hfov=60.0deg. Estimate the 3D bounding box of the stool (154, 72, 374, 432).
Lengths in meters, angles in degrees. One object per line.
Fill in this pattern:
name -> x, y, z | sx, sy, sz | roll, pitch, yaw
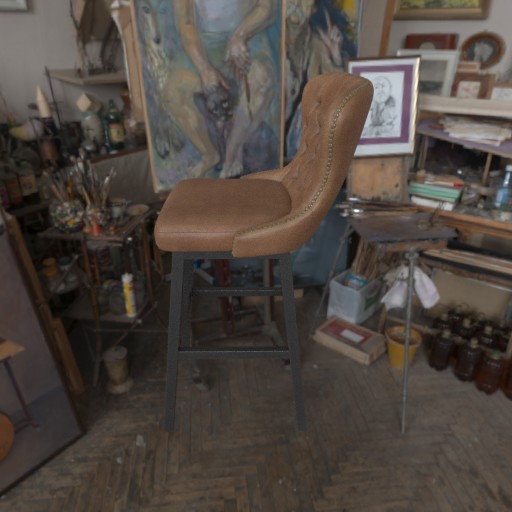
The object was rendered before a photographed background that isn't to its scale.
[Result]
stool -> 0.000, 0.000, 1.395 | 0.601, 1.050, 0.528 | 0, 27, 0
